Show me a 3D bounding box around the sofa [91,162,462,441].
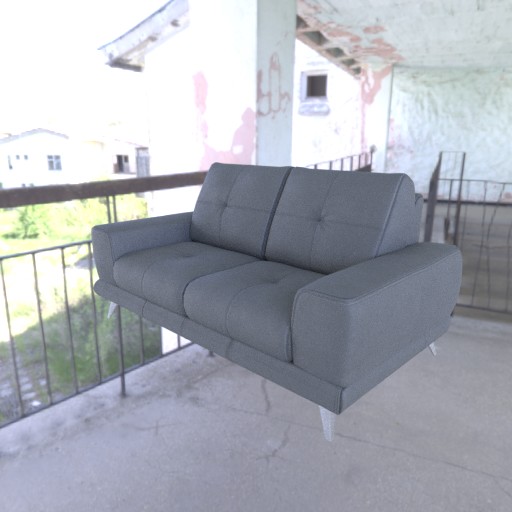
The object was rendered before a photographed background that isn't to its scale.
[{"bbox_3d":[0.000,0.000,2.350,1.806,0.907,1.018,14,21,42],"label":"sofa"}]
